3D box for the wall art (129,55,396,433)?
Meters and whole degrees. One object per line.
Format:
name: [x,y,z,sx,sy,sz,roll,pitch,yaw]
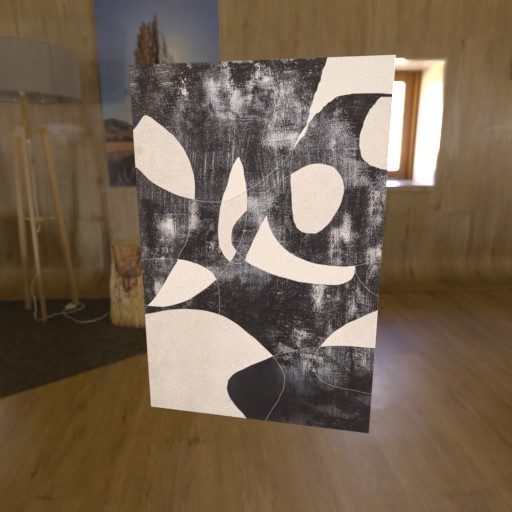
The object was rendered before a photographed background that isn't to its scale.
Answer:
wall art: [0.000,0.000,1.124,0.610,0.915,0.041,3,14,11]
